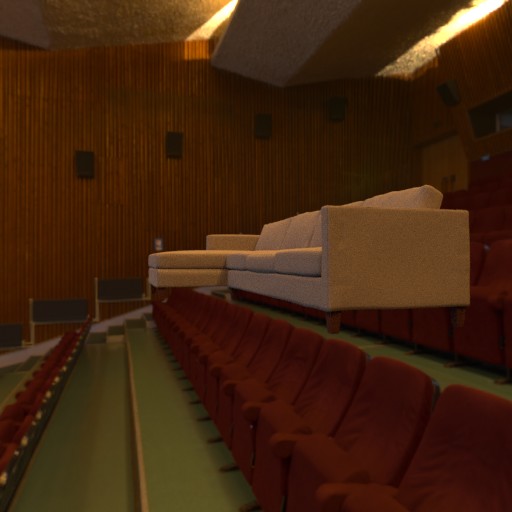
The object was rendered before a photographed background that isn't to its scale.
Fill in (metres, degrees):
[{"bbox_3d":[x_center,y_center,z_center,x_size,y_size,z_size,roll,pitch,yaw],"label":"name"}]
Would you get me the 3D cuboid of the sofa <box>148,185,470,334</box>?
[{"bbox_3d":[0.000,0.000,3.854,1.625,0.846,3.186,0,0,-18],"label":"sofa"}]
